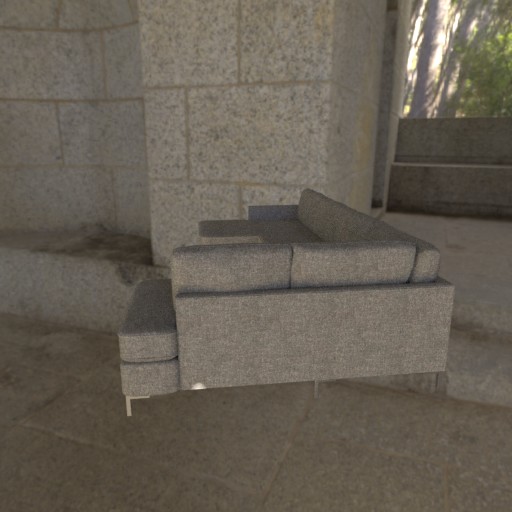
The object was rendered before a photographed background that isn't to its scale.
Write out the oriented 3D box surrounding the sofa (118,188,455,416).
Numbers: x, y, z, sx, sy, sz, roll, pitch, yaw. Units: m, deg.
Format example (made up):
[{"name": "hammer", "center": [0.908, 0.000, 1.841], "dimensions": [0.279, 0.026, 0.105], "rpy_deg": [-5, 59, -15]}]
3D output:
[{"name": "sofa", "center": [0.000, 0.000, 4.262], "dimensions": [2.048, 0.999, 3.423], "rpy_deg": [-2, 15, -7]}]
